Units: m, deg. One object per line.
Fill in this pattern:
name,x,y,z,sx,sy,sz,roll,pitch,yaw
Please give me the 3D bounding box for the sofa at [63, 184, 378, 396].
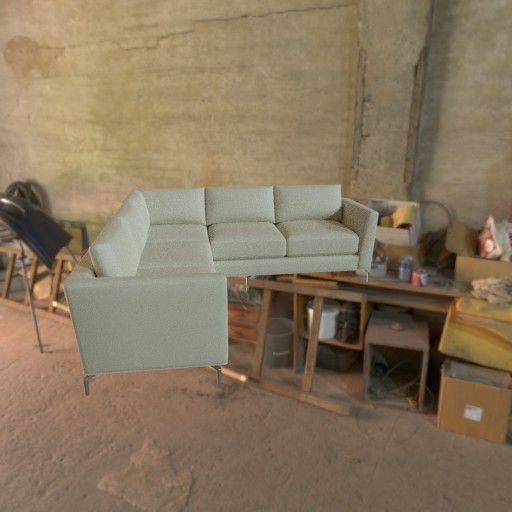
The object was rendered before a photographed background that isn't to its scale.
sofa,0.000,0.000,3.695,2.448,0.867,2.430,-3,17,-8
